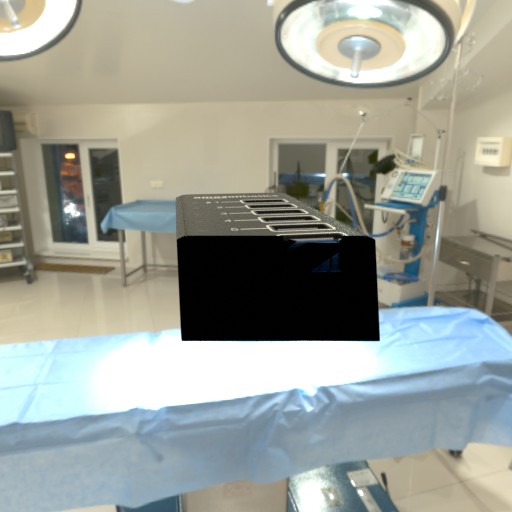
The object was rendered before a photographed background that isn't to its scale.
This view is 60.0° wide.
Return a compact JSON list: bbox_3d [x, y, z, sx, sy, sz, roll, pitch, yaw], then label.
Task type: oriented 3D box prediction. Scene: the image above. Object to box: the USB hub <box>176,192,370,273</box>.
[{"bbox_3d":[0.000,0.000,0.127,0.044,0.023,0.110,-3,15,-10],"label":"USB hub"}]
